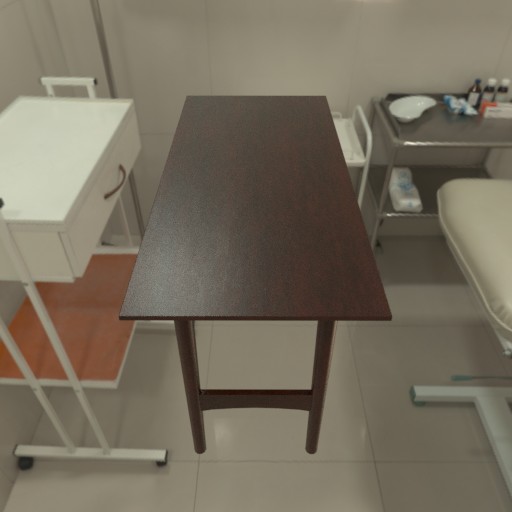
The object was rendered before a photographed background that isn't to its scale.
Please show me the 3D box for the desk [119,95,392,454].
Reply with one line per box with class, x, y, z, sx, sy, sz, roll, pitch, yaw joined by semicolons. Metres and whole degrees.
desk;0.000;0.000;1.718;0.612;0.758;1.277;0;41;0
